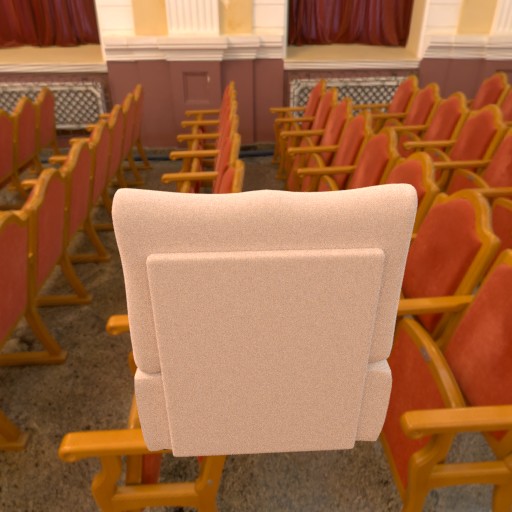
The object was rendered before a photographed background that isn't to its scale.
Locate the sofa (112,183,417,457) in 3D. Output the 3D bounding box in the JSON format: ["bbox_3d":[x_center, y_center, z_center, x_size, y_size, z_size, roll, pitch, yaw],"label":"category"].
[{"bbox_3d":[0.000,0.000,1.540,0.700,0.820,1.000,-1,29,-3],"label":"sofa"}]
